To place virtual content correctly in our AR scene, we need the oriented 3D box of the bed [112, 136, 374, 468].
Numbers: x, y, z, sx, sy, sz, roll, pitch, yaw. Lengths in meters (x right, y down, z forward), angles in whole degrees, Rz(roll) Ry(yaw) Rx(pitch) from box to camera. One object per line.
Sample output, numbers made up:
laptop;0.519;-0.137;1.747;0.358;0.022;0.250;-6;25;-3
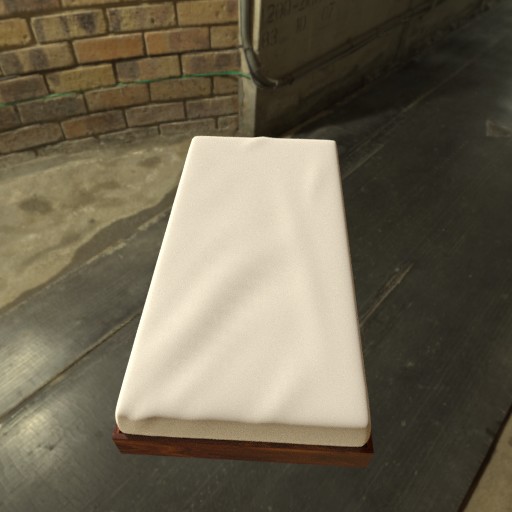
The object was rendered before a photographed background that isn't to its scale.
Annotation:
bed;0.000;0.000;2.218;0.940;0.312;1.860;2;47;2
